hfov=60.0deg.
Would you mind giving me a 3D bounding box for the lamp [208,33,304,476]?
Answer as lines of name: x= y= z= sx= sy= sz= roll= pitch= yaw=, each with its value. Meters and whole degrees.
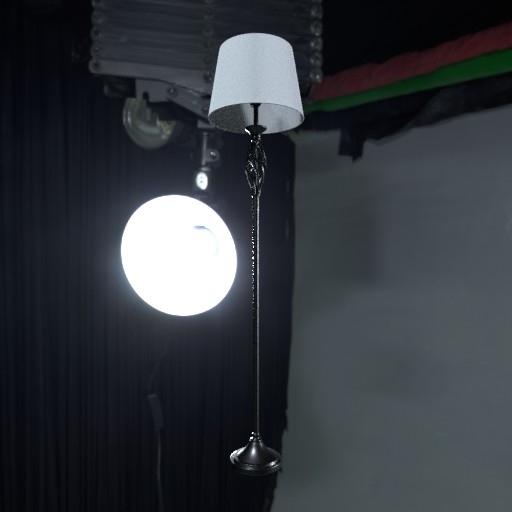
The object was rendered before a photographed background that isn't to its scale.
lamp: x=0.000 y=0.000 z=1.749 sx=0.379 sy=1.623 sz=0.379 roll=0 pitch=-1 yaw=0
